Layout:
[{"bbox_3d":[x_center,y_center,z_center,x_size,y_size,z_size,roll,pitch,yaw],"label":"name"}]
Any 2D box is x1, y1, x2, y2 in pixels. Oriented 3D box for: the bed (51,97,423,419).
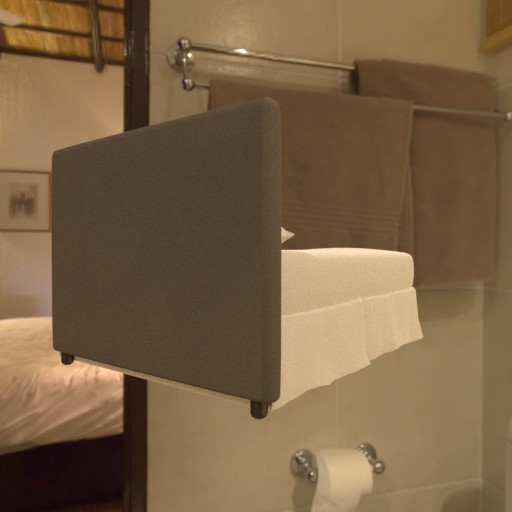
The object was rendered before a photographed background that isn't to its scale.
[{"bbox_3d":[0.000,0.000,3.109,1.723,1.330,2.142,1,1,37],"label":"bed"}]
